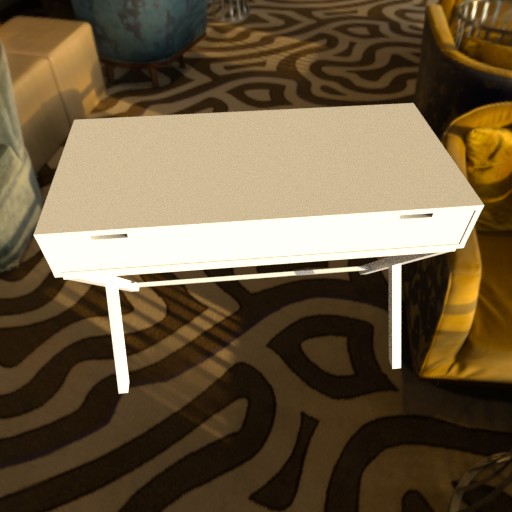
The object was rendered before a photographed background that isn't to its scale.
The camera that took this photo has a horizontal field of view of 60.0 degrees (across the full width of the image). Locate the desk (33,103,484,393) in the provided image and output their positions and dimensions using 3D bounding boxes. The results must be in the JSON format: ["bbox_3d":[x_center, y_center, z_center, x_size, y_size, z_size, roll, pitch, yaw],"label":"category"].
[{"bbox_3d":[0.000,0.000,1.489,1.059,0.780,0.509,-4,47,-4],"label":"desk"}]
